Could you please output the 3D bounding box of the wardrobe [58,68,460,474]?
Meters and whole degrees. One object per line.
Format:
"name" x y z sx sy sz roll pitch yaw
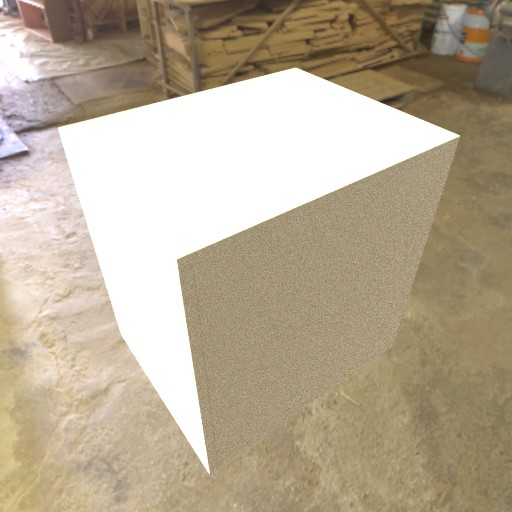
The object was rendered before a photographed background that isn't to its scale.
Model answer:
"wardrobe" 0.000 0.000 0.872 0.500 0.520 0.400 -25 47 -27
